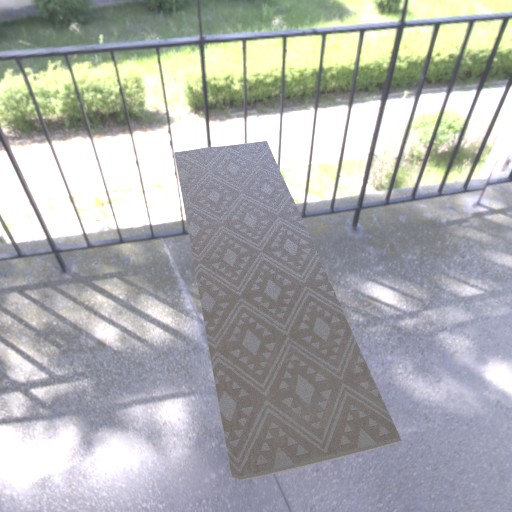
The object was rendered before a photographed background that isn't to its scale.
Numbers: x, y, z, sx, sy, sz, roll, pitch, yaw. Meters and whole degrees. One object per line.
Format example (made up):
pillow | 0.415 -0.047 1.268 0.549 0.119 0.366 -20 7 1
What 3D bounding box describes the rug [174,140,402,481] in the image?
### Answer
rug | 0.000 0.000 2.689 0.752 0.051 2.452 -9 47 -9
